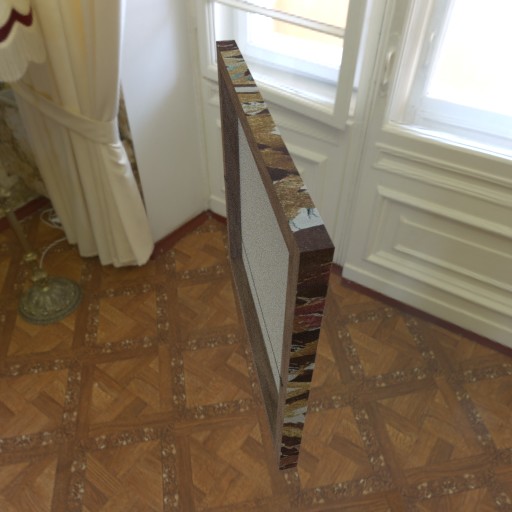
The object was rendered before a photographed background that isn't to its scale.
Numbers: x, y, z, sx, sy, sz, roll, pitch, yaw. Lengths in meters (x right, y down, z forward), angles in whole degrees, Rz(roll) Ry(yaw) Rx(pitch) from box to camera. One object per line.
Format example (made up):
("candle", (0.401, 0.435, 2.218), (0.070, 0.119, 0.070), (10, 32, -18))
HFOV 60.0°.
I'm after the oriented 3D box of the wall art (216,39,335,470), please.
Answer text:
("wall art", (0.000, 0.000, 0.884), (0.041, 0.613, 0.609), (-8, 46, -8))
